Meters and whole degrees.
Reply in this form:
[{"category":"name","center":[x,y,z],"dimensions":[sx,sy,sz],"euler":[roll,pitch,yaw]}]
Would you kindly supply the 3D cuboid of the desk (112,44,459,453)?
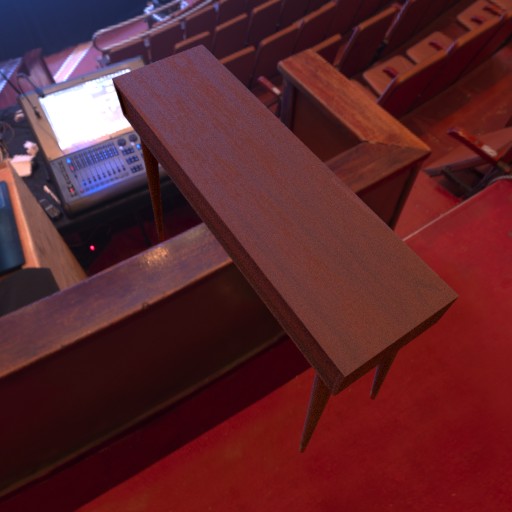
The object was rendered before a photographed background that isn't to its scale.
[{"category":"desk","center":[0.000,0.000,1.636],"dimensions":[0.384,0.917,1.204],"euler":[-29,62,-17]}]
